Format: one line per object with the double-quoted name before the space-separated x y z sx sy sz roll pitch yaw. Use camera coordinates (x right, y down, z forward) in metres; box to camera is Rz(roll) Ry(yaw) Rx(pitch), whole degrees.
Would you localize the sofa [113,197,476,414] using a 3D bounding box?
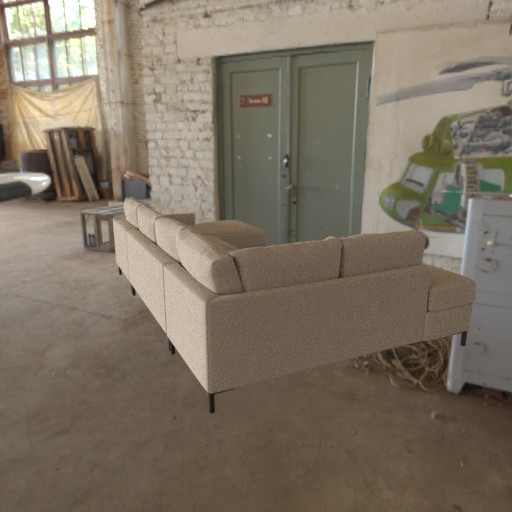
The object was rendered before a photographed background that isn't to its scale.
"sofa" 0.000 0.000 3.917 1.989 0.862 2.984 -7 16 -25
